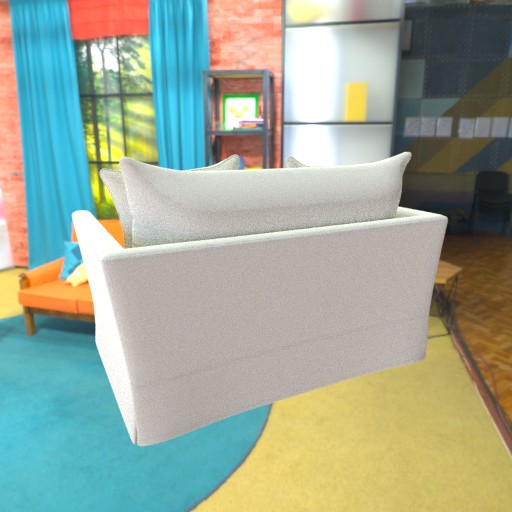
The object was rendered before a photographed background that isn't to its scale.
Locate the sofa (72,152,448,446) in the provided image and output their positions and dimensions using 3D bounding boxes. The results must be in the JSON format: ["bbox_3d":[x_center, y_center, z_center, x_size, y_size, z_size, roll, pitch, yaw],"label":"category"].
[{"bbox_3d":[0.000,0.000,2.243,1.608,1.039,1.026,-8,17,-26],"label":"sofa"}]
